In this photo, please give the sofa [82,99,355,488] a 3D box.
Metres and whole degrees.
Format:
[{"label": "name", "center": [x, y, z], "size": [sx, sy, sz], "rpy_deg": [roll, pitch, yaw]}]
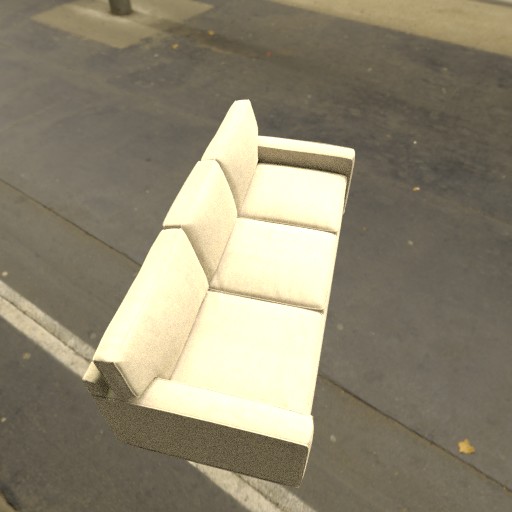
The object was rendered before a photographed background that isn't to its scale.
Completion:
[{"label": "sofa", "center": [0.000, 0.000, 2.544], "size": [0.936, 0.862, 2.093], "rpy_deg": [10, 48, 9]}]
